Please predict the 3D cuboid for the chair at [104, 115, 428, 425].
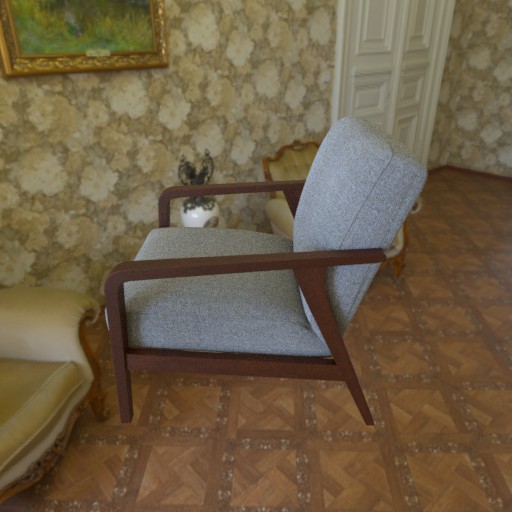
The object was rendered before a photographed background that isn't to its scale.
[{"bbox_3d":[0.000,0.000,1.487,0.858,0.847,0.704,0,26,1],"label":"chair"}]
